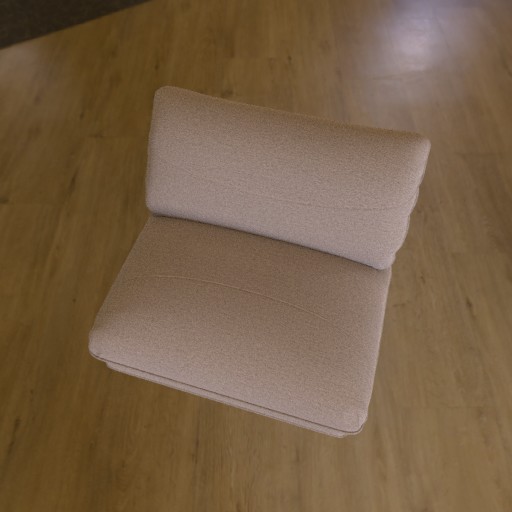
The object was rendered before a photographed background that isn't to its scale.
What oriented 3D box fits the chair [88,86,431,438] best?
[{"bbox_3d":[0.000,0.000,1.313,0.820,0.580,0.780,14,58,9],"label":"chair"}]
